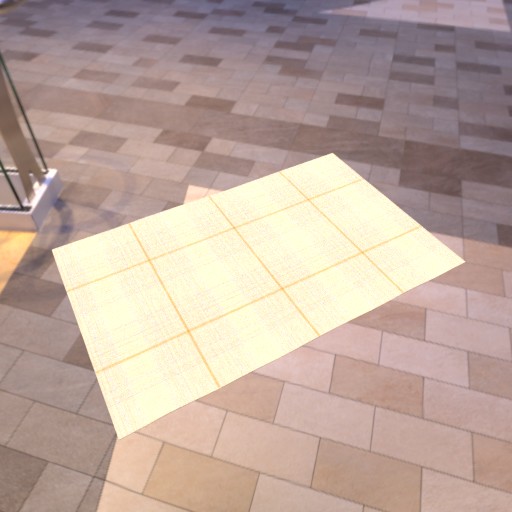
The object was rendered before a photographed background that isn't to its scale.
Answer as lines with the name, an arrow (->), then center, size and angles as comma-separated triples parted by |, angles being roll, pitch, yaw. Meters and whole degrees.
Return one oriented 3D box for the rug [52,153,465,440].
rug -> 0.000, 0.000, 3.081 | 2.442, 0.016, 1.527 | -22, 50, -20
